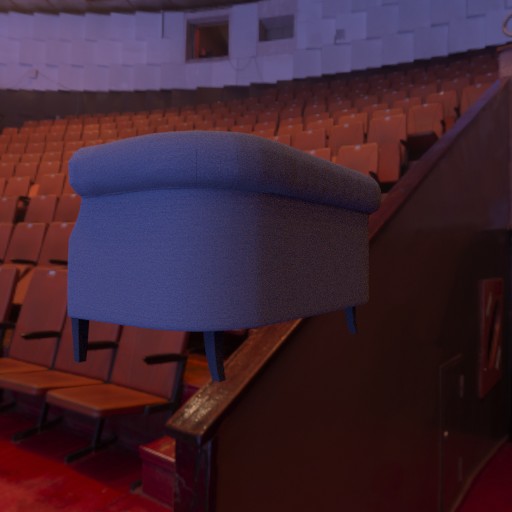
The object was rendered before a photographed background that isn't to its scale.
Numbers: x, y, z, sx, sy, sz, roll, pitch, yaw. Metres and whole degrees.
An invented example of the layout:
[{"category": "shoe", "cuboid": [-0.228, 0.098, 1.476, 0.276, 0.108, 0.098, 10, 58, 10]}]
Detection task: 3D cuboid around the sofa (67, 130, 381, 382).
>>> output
[{"category": "sofa", "cuboid": [0.000, 0.000, 2.066, 0.835, 0.827, 1.558, 0, 0, 36]}]
